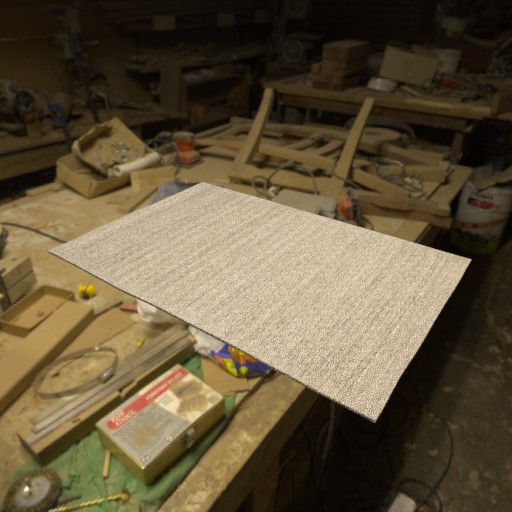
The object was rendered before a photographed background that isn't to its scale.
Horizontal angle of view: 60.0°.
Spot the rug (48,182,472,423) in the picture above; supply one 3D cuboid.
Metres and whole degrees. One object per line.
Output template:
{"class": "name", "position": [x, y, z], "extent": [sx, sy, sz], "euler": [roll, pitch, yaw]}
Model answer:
{"class": "rug", "position": [0.000, 0.000, 2.876], "extent": [2.297, 0.018, 1.532], "euler": [20, 36, 30]}
